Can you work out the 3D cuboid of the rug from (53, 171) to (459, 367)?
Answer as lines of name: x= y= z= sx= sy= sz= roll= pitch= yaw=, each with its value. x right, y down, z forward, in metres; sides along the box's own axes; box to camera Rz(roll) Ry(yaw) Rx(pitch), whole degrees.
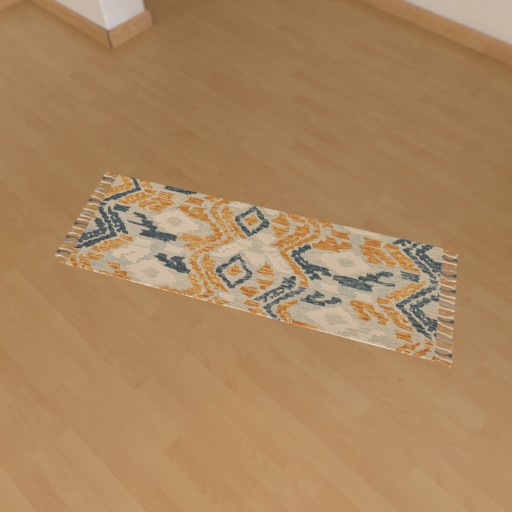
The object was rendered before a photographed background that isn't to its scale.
rug: x=0.000 y=0.000 z=2.776 sx=2.437 sy=0.010 sz=0.783 roll=14 pitch=59 yaw=8
